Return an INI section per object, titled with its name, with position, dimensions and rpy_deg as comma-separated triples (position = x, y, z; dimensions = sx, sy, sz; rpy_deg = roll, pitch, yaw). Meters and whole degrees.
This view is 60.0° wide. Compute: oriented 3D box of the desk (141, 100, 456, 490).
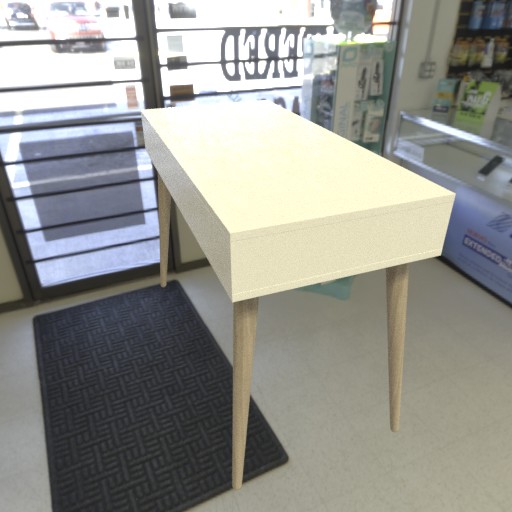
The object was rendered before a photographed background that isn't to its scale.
[desk]
position = 0.000, 0.000, 1.380
dimensions = 0.491, 0.723, 0.979
rpy_deg = -11, 32, -18
